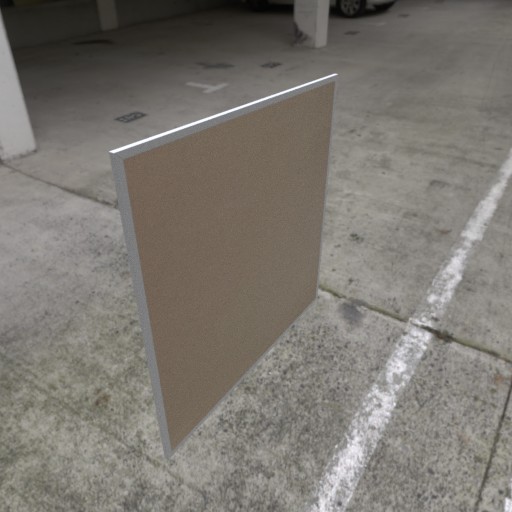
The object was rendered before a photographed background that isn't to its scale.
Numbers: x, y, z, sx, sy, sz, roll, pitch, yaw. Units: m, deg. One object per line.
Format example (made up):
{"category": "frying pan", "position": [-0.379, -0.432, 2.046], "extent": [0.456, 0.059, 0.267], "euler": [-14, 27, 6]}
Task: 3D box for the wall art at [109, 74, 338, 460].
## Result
{"category": "wall art", "position": [0.000, 0.000, 0.676], "extent": [0.007, 0.456, 0.456], "euler": [20, 37, 29]}
